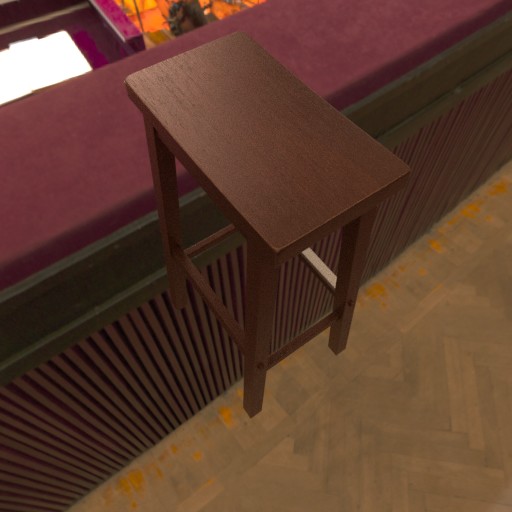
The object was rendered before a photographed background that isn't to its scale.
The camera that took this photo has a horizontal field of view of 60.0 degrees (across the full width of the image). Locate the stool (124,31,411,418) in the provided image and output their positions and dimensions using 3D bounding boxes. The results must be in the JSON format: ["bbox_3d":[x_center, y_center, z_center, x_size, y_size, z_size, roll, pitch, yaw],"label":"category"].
[{"bbox_3d":[0.000,0.000,0.959,0.322,0.742,0.406,-31,63,-18],"label":"stool"}]
